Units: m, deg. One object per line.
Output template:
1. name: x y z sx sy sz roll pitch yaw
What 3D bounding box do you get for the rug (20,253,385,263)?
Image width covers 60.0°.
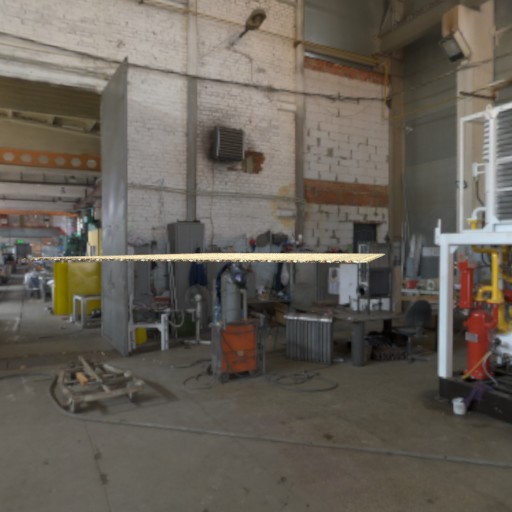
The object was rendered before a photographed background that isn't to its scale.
1. rug: 0.000 0.000 2.271 1.247 0.008 1.802 0 1 18
